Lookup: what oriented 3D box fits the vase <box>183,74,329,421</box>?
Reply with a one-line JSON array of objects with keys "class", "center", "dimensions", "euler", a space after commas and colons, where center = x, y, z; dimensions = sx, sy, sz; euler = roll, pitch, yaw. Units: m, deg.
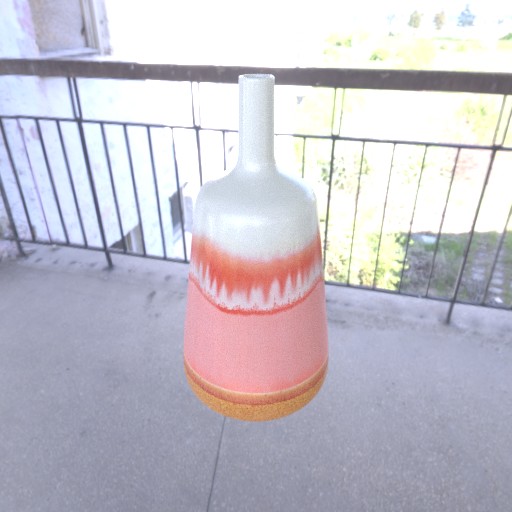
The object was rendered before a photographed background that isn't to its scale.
[{"class": "vase", "center": [0.000, 0.000, 0.392], "dimensions": [0.144, 0.296, 0.144], "euler": [0, 29, 0]}]
